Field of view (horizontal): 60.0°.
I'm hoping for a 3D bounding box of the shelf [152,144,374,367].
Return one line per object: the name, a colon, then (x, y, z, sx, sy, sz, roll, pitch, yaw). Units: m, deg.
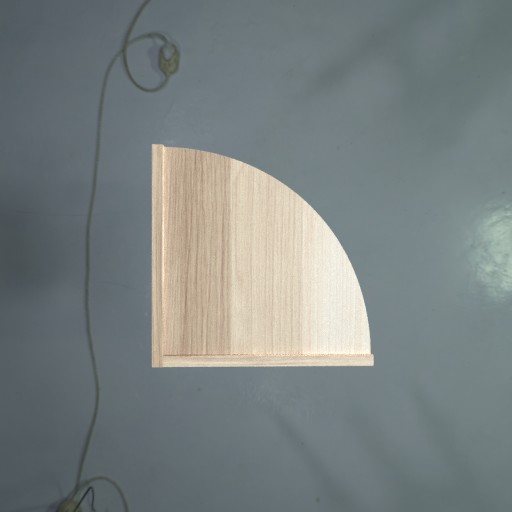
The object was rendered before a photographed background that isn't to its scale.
shelf: (0.000, 0.000, 1.015, 0.290, 0.872, 0.290, 0, 90, -1)
